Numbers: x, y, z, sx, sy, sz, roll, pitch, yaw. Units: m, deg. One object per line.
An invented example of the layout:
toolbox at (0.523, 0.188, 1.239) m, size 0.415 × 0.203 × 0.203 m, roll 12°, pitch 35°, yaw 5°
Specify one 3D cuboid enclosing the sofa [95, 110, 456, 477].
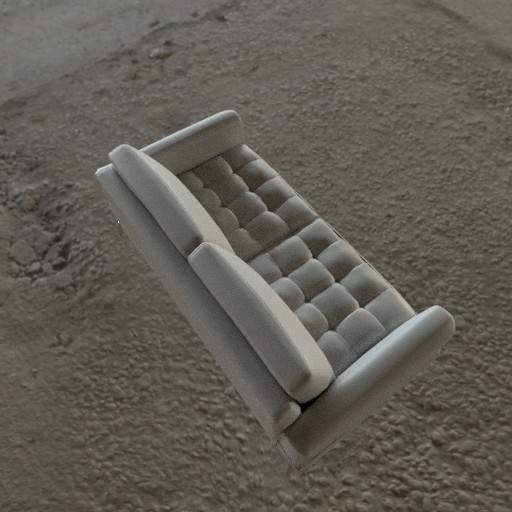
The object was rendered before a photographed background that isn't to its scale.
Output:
sofa at (0.000, 0.000, 2.703) m, size 1.121 × 0.930 × 2.177 m, roll -32°, pitch 63°, yaw -19°
